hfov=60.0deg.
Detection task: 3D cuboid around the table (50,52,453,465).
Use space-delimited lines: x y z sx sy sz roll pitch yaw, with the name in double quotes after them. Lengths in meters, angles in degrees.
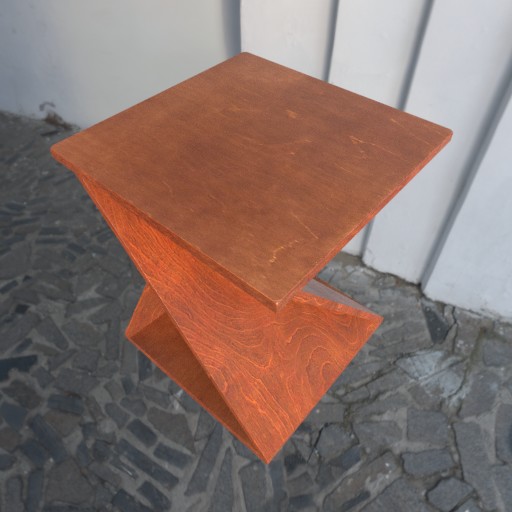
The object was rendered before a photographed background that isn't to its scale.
0.000 0.000 0.851 0.427 0.520 0.427 33 56 26 "table"
